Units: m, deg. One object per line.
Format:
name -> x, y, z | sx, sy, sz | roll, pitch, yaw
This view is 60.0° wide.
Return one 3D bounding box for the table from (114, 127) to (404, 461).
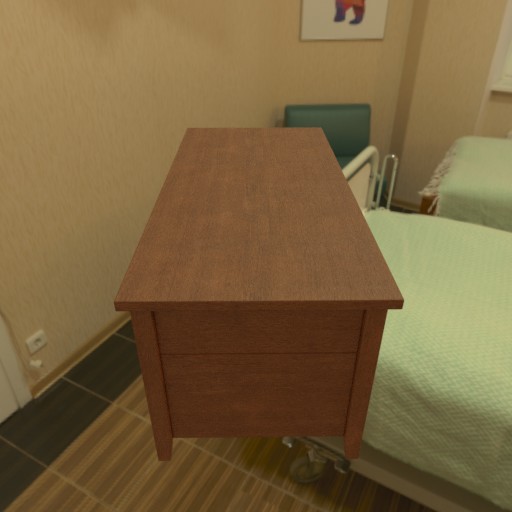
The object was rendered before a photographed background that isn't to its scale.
table -> 0.000, 0.000, 1.285 | 0.483, 0.457, 1.016 | 0, 32, -1
